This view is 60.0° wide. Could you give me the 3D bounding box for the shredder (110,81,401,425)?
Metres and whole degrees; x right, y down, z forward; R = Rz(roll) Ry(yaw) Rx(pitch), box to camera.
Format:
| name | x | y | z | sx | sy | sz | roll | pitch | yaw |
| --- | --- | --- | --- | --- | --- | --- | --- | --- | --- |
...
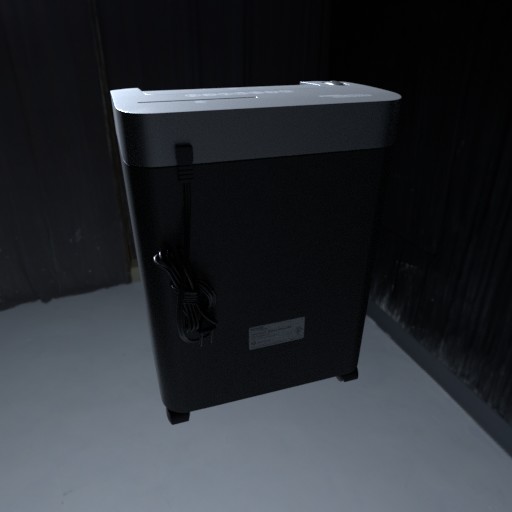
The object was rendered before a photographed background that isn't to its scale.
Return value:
| name | x | y | z | sx | sy | sz | roll | pitch | yaw |
| --- | --- | --- | --- | --- | --- | --- | --- | --- | --- |
| shredder | 0.000 | 0.000 | 0.596 | 0.311 | 0.419 | 0.237 | -9 | 29 | -16 |
